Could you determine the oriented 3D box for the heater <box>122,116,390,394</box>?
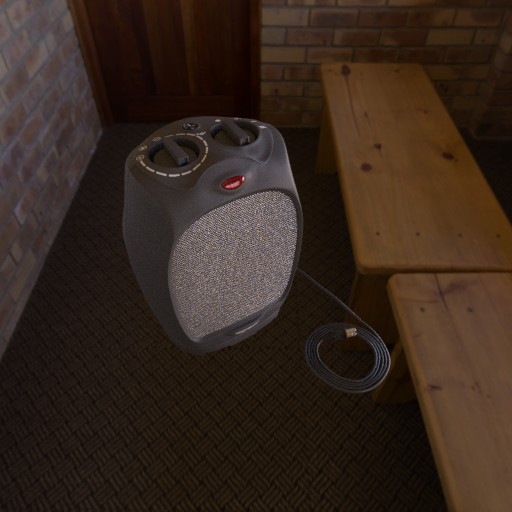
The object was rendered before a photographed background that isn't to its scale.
[{"bbox_3d":[0.000,0.000,0.474,0.239,0.255,0.291,-24,50,-22],"label":"heater"}]
